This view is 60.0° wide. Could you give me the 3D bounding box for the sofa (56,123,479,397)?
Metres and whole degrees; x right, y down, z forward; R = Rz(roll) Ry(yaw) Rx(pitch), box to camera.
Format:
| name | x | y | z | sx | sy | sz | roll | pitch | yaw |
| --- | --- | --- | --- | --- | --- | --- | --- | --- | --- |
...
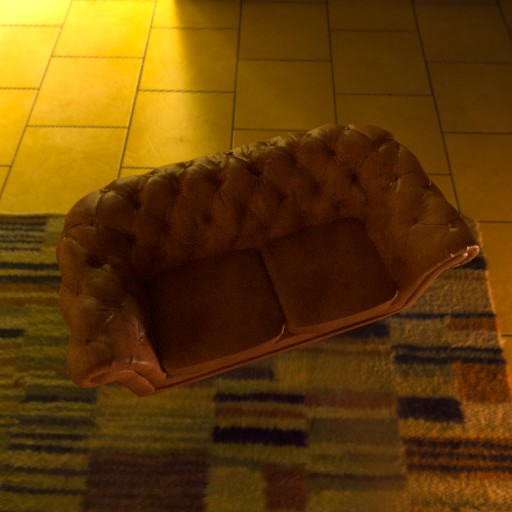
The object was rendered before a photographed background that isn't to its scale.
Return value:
| name | x | y | z | sx | sy | sz | roll | pitch | yaw |
| --- | --- | --- | --- | --- | --- | --- | --- | --- | --- |
| sofa | 0.000 | 0.000 | 2.504 | 1.979 | 0.877 | 1.042 | -17 | 63 | -9 |
